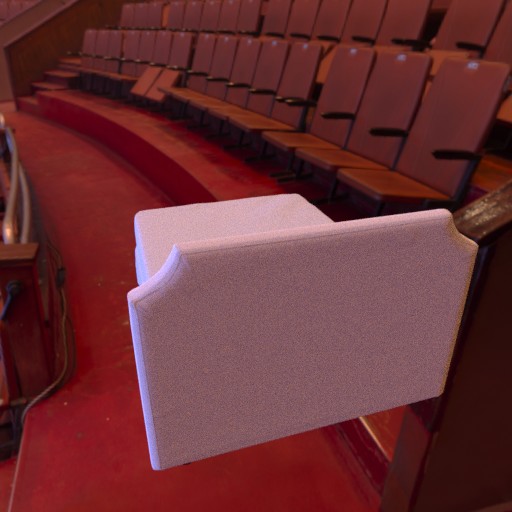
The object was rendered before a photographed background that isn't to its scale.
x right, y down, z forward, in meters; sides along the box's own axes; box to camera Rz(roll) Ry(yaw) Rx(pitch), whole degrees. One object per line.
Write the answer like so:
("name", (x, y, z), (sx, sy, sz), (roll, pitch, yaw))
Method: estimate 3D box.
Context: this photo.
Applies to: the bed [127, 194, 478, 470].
("bed", (0.000, 0.000, 3.204), (1.828, 1.297, 2.164), (-8, 28, -16))
